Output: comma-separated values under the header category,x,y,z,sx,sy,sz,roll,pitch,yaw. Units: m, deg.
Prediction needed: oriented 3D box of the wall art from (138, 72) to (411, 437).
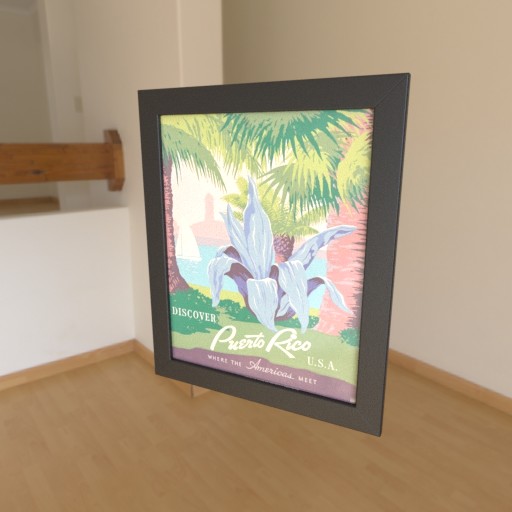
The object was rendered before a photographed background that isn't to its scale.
category,x,y,z,sx,sy,sz,roll,pitch,yaw
wall art,0.000,0.000,0.795,0.481,0.582,0.018,7,16,25
